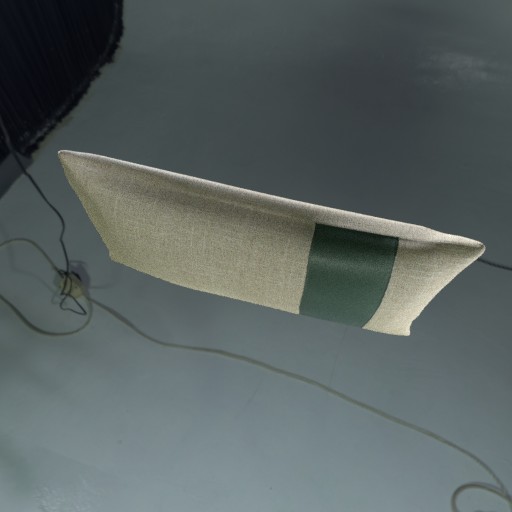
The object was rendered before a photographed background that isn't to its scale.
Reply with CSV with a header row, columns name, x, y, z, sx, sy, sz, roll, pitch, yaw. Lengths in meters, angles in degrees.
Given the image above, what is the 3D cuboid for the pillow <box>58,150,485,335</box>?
name,x,y,z,sx,sy,sz,roll,pitch,yaw
pillow,0.000,0.000,1.036,0.859,0.429,0.197,14,59,8
